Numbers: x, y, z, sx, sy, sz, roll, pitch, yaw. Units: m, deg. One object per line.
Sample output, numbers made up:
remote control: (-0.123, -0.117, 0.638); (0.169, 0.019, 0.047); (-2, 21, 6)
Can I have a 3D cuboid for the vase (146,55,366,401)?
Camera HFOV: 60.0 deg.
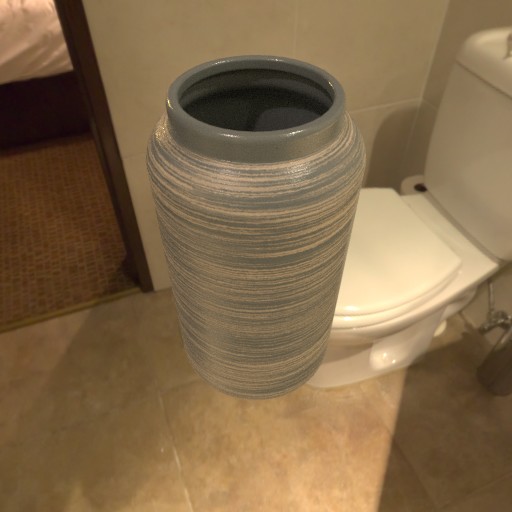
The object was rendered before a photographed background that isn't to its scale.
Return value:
vase: (0.000, 0.000, 0.295); (0.116, 0.230, 0.116); (0, 46, 0)
